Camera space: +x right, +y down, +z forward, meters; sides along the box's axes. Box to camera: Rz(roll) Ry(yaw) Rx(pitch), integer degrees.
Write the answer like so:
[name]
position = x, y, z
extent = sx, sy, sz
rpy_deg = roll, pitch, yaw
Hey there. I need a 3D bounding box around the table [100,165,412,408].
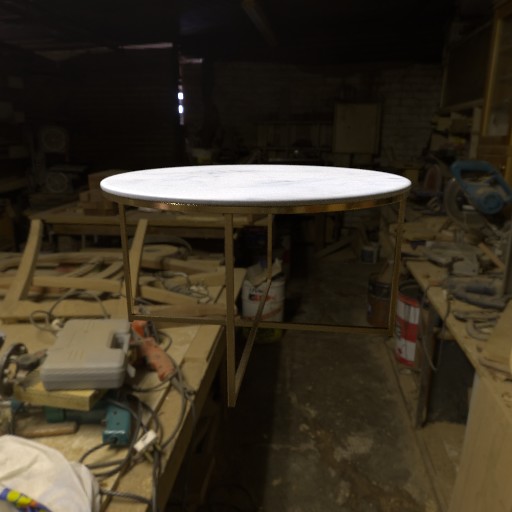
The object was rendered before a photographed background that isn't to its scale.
[table]
position = 0.000, 0.000, 1.263
extent = 0.800, 0.450, 0.800
rpy_deg = 0, 16, 0
